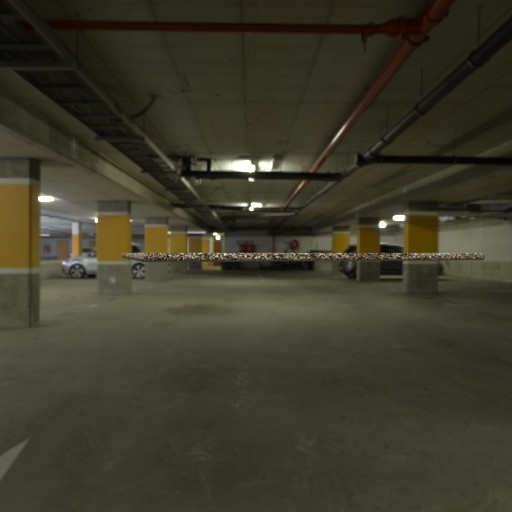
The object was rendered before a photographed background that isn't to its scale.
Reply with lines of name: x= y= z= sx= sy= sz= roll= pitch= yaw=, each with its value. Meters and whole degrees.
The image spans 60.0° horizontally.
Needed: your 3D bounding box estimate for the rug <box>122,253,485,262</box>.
rug: x=0.000 y=0.000 z=2.153 sx=1.198 sy=0.025 sz=1.601 roll=0 pitch=0 yaw=-19
